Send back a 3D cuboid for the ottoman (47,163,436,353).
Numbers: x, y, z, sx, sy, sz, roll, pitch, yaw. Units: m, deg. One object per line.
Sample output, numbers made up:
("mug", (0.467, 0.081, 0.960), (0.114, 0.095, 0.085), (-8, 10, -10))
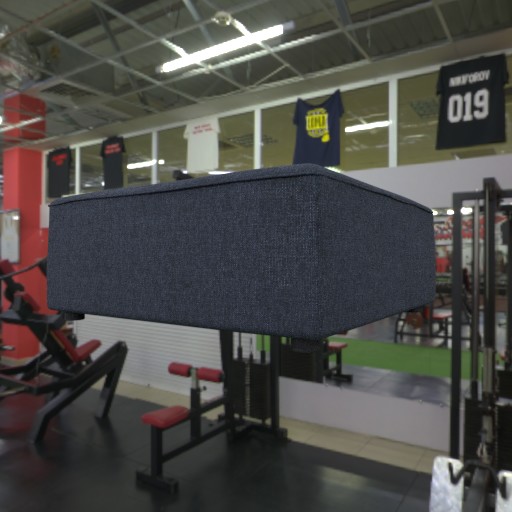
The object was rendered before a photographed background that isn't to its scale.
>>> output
("ottoman", (0.000, 0.000, 1.580), (1.023, 0.423, 1.017), (0, 0, 35))
